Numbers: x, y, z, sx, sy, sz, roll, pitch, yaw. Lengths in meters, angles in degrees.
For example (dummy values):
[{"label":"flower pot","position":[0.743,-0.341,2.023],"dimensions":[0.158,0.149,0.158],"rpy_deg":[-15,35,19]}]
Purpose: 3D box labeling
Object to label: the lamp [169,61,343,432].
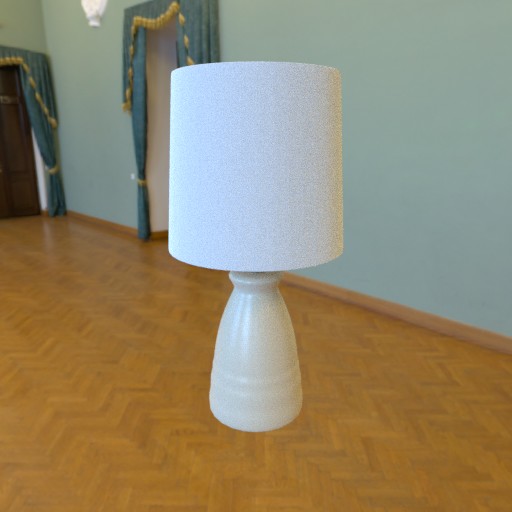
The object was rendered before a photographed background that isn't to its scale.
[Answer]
[{"label":"lamp","position":[0.000,0.000,0.484],"dimensions":[0.186,0.369,0.186],"rpy_deg":[0,15,0]}]
